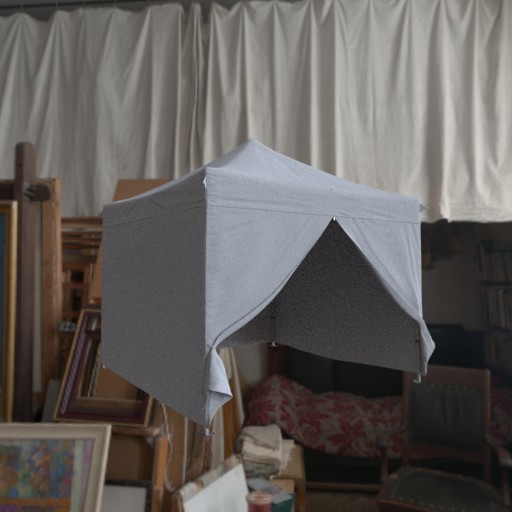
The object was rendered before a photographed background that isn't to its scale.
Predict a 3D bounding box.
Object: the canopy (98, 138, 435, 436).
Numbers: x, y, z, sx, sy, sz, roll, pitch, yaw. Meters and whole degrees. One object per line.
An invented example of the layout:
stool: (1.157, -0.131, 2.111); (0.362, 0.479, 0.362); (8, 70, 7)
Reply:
canopy: (0.000, 0.000, 5.587); (3.043, 2.997, 3.121); (1, -1, -35)
